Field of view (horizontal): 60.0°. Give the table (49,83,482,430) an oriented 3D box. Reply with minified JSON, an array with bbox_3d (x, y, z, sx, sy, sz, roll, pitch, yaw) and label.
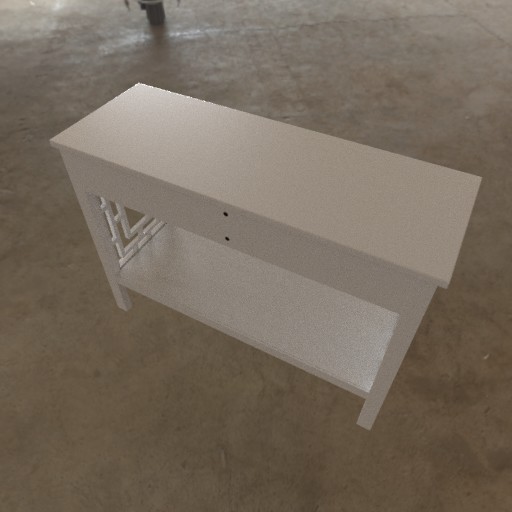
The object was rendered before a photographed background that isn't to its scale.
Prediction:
[{"bbox_3d":[0.000,0.000,1.427,1.068,0.753,0.397,21,50,19],"label":"table"}]
